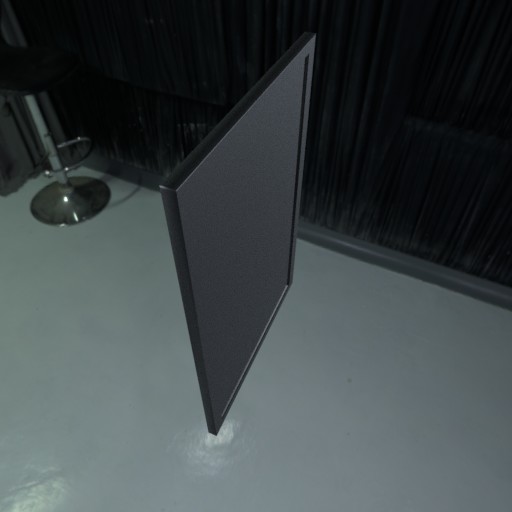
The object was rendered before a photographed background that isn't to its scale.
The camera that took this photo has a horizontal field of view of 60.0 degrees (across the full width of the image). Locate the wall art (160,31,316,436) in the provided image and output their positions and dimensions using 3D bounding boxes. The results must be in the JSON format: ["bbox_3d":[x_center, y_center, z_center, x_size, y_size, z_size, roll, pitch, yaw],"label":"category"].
[{"bbox_3d":[0.000,0.000,0.556,0.013,0.431,0.303,18,49,16],"label":"wall art"}]
